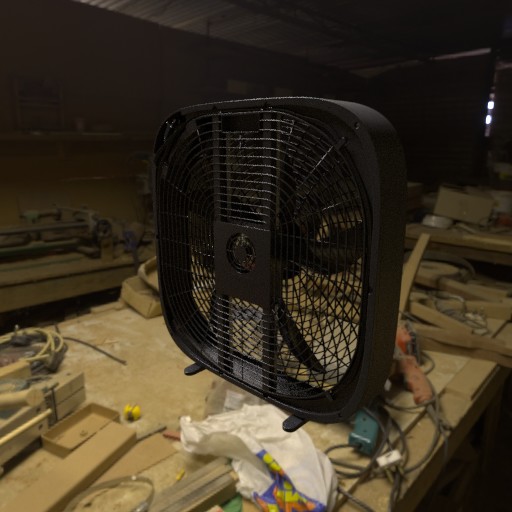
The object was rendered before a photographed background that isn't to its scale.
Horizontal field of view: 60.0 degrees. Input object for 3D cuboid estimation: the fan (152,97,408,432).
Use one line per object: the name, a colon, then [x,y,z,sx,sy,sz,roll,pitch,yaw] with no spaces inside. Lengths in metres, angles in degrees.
fan: [0.000,0.000,0.810,0.526,0.533,0.142,13,20,42]
